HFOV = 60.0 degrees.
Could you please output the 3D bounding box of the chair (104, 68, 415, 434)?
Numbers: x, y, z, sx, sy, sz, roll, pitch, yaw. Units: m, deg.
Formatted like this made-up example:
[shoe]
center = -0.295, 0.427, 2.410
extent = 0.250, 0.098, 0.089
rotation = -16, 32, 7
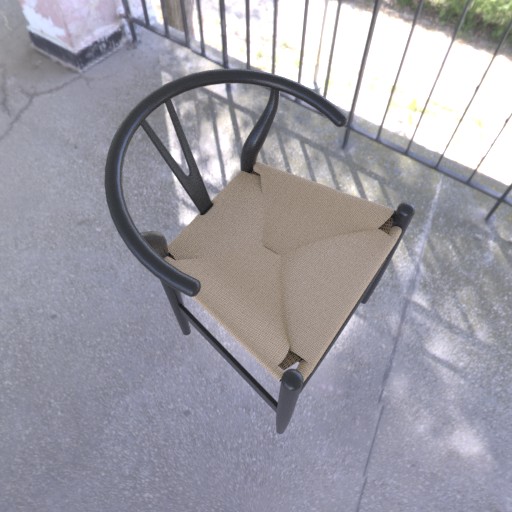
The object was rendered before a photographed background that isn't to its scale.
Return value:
[chair]
center = 0.000, 0.000, 1.144
extent = 0.570, 0.739, 0.570
rotation = 31, 63, 18
